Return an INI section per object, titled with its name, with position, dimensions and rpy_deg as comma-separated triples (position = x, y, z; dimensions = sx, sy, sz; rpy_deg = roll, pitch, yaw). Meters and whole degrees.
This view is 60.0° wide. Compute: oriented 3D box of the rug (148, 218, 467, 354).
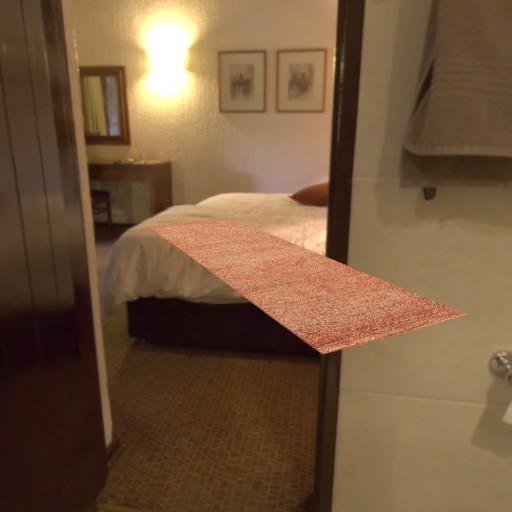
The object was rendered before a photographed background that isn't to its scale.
[rug]
position = 0.000, 0.000, 2.643
dimensions = 0.718, 0.013, 2.353
rpy_deg = -8, 18, -26
